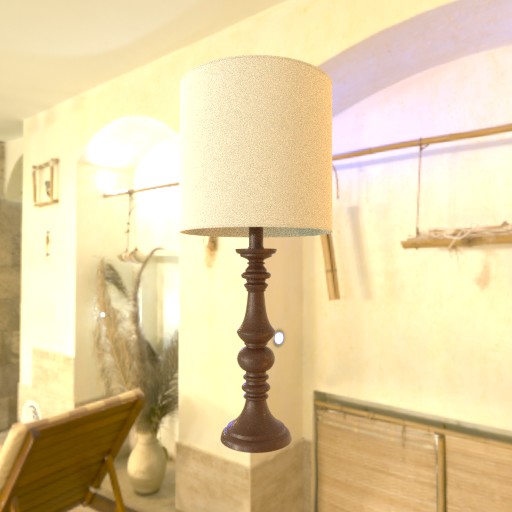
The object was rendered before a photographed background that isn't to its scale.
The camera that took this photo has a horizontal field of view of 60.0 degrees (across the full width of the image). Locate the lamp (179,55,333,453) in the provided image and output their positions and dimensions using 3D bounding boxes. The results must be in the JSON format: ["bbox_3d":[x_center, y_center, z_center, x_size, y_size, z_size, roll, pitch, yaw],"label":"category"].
[{"bbox_3d":[0.000,0.000,0.733,0.250,0.597,0.250,-1,-1,37],"label":"lamp"}]
